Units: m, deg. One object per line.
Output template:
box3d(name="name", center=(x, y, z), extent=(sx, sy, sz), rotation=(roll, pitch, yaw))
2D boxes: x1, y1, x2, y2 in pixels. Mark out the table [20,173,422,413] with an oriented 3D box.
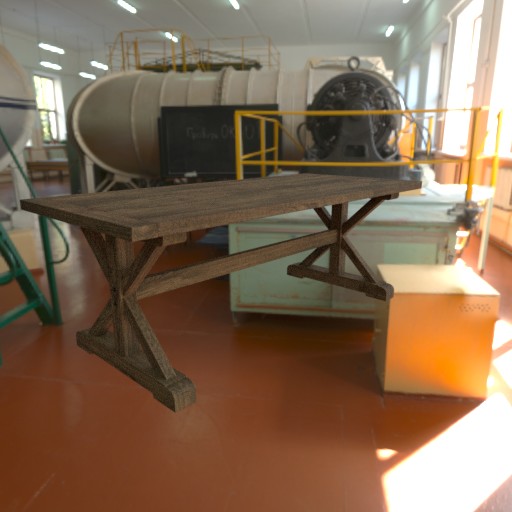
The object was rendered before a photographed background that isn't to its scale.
box3d(name="table", center=(0.000, 0.000, 2.431), extent=(0.907, 0.733, 2.031), rotation=(14, 20, 42))
